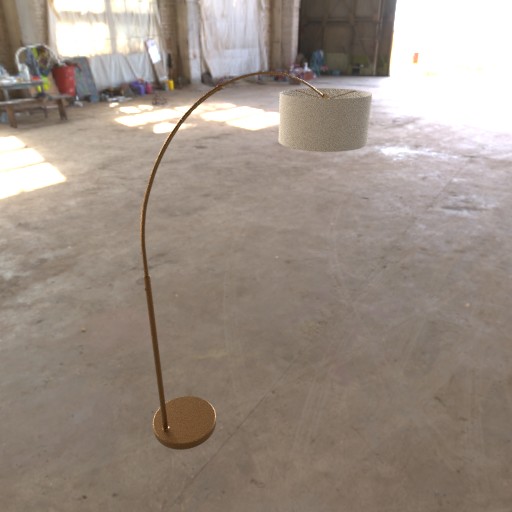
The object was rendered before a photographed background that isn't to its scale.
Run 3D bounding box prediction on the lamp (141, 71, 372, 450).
[{"bbox_3d":[0.000,0.000,2.511,1.434,1.927,0.493,-19,32,-33],"label":"lamp"}]
